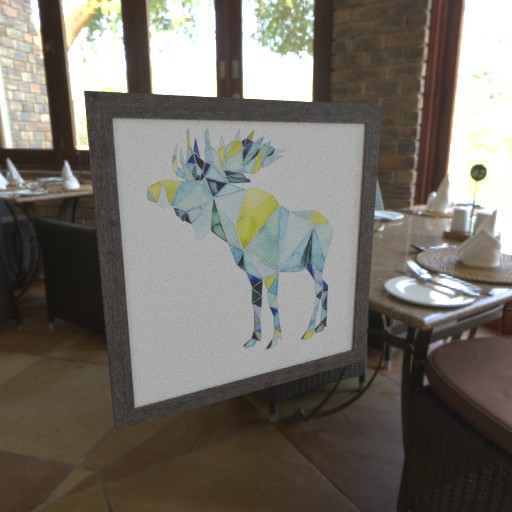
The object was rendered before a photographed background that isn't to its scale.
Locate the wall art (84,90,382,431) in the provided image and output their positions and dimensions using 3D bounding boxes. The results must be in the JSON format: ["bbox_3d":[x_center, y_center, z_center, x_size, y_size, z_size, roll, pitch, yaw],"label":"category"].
[{"bbox_3d":[0.000,0.000,0.682,0.457,0.457,0.013,-7,16,-27],"label":"wall art"}]
